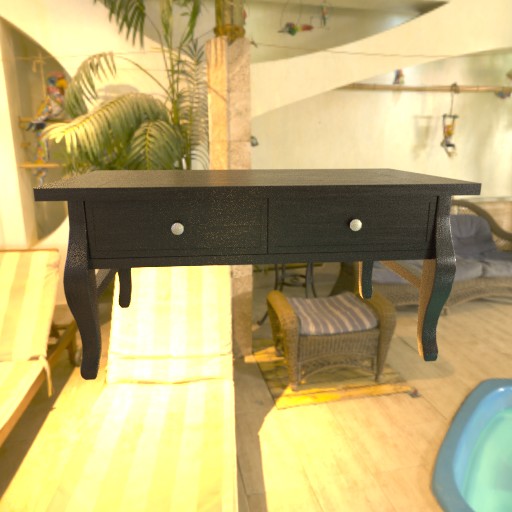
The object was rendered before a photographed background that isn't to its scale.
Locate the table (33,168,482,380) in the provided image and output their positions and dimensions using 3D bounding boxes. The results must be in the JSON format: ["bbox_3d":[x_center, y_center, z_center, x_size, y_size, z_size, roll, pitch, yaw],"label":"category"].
[{"bbox_3d":[0.000,0.000,1.384,1.062,0.494,0.600,-2,15,-6],"label":"table"}]
